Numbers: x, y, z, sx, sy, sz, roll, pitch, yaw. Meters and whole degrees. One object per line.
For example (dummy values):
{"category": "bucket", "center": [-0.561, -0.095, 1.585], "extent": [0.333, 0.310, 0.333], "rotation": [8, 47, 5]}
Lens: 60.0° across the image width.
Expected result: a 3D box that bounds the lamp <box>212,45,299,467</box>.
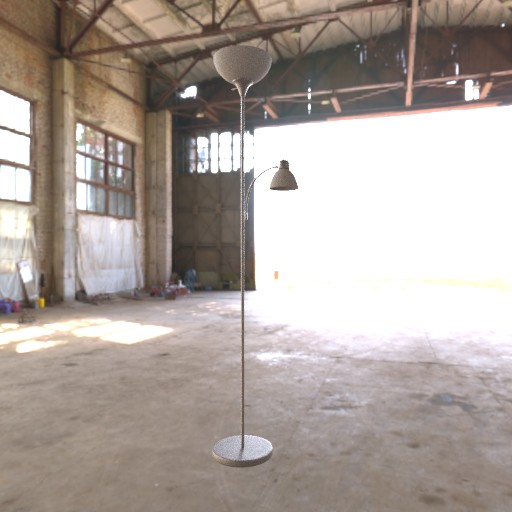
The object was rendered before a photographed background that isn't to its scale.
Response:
{"category": "lamp", "center": [0.000, 0.000, 1.982], "extent": [0.425, 1.804, 0.279], "rotation": [0, 0, 37]}
